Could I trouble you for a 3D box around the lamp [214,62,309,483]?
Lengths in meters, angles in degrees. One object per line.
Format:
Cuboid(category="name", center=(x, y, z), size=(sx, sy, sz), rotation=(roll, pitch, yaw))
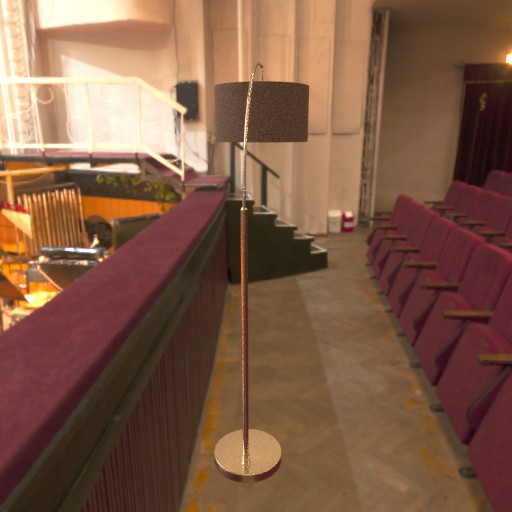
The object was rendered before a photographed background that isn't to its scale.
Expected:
Cuboid(category="lamp", center=(0.000, 0.000, 2.091), size=(0.452, 1.735, 0.934), rotation=(2, 15, 6))
